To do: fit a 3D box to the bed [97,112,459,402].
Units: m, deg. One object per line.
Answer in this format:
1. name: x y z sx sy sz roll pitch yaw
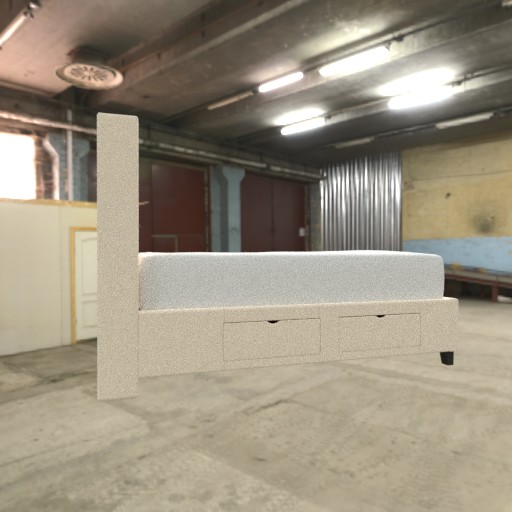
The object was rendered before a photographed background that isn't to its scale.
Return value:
1. bed: 0.000 0.000 3.432 2.280 1.471 1.765 0 0 -18
